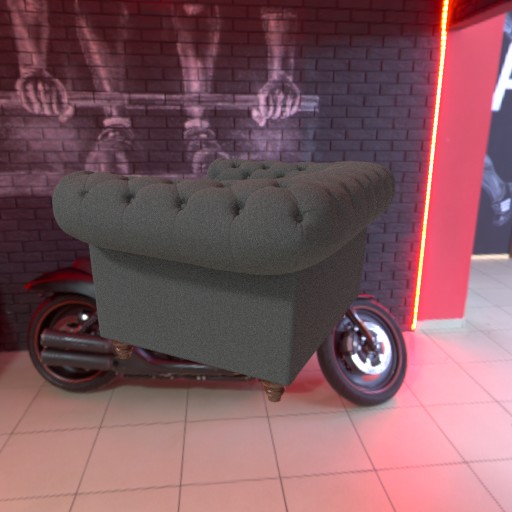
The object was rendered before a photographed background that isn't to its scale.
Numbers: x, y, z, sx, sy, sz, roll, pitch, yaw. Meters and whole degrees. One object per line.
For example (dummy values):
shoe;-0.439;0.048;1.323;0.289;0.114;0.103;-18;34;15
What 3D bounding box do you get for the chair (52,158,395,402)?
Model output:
chair;0.000;0.000;1.914;0.976;0.770;1.270;8;17;25
